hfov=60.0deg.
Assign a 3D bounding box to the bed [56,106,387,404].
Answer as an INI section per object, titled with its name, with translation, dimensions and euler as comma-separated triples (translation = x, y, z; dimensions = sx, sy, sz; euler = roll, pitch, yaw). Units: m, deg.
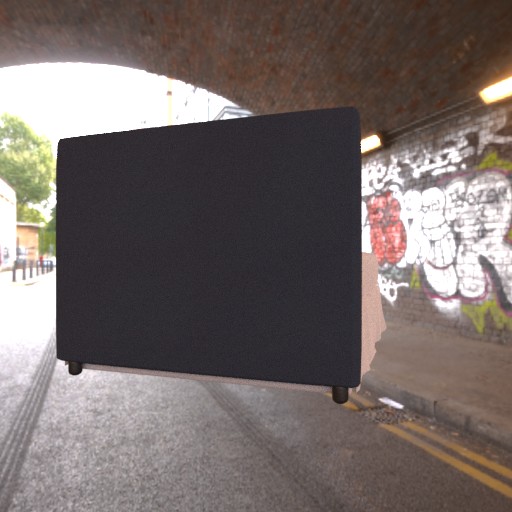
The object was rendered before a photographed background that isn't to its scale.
[bed]
translation = 0.000, 0.000, 3.193
dimensions = 1.713, 1.330, 2.162
euler = 0, 0, 19
